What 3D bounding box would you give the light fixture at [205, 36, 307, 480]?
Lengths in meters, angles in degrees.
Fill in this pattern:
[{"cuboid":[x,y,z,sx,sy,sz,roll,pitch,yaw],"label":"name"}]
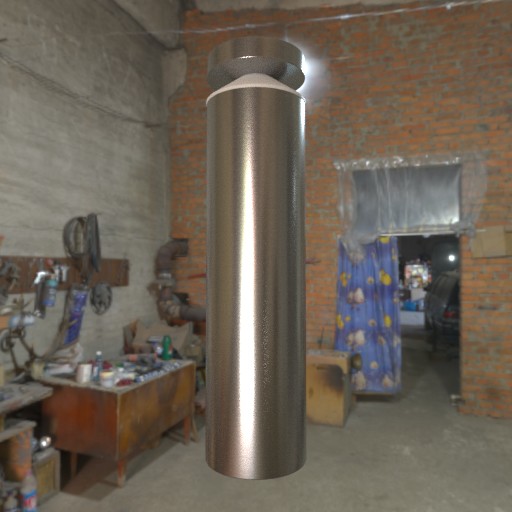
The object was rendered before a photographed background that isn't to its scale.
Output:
[{"cuboid":[0.000,0.000,0.450,0.102,0.400,0.102,1,-2,-16],"label":"light fixture"}]
